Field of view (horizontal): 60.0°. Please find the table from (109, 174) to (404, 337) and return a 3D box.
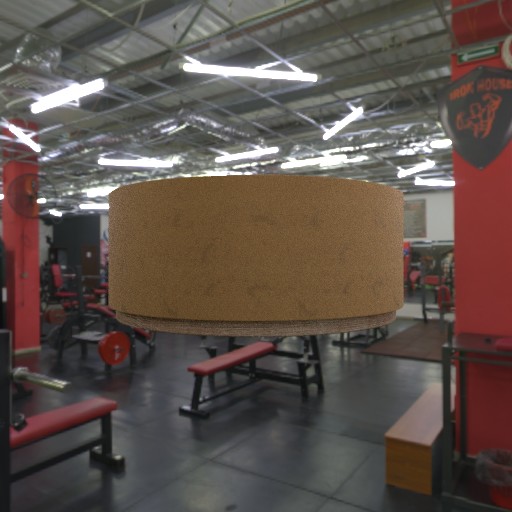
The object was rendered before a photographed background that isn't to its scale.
[{"bbox_3d":[0.000,0.000,1.585,1.001,0.409,1.001,0,0,0],"label":"table"}]
